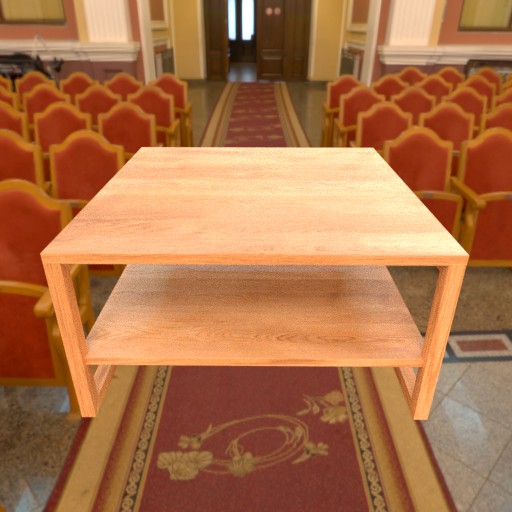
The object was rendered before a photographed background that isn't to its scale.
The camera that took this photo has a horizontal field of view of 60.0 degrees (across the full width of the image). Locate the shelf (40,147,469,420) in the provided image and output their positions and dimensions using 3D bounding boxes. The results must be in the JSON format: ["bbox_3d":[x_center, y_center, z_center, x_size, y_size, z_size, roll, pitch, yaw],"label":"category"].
[{"bbox_3d":[0.000,0.000,1.437,0.899,0.480,0.899,0,28,1],"label":"shelf"}]
